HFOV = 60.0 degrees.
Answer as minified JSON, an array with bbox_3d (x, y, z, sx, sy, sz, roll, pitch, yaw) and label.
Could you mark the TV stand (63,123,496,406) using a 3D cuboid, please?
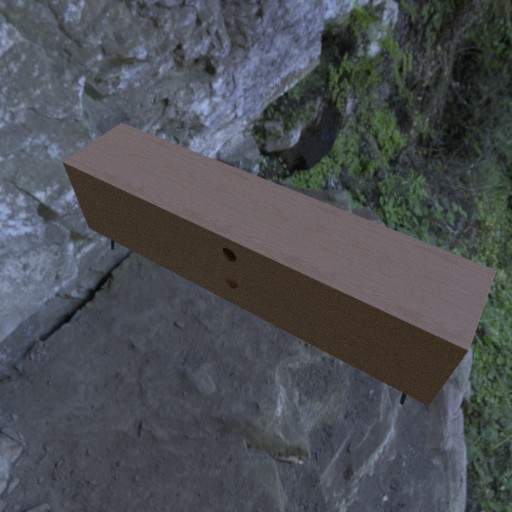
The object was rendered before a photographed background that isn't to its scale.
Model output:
[{"bbox_3d":[0.000,0.000,1.973,1.760,0.580,0.400,25,53,20],"label":"TV stand"}]
